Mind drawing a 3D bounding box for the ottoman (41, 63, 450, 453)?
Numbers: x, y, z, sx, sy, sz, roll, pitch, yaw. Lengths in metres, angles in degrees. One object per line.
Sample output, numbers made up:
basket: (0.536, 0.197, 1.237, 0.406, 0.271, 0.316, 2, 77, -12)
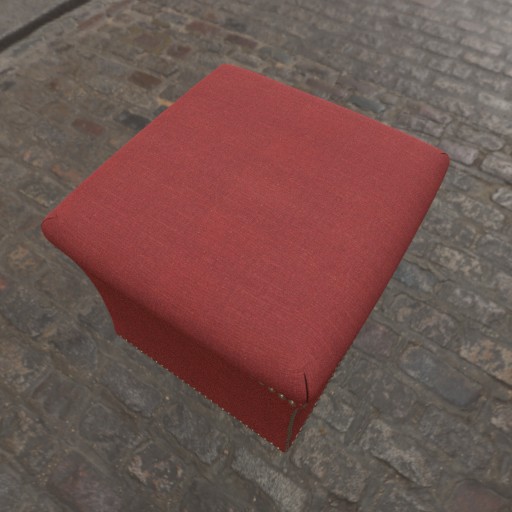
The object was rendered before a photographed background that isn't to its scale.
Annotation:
ottoman: (0.000, 0.000, 0.876, 0.497, 0.475, 0.507, 29, 62, 18)
